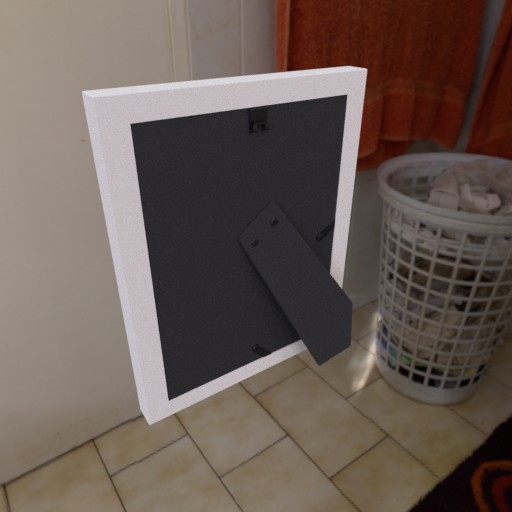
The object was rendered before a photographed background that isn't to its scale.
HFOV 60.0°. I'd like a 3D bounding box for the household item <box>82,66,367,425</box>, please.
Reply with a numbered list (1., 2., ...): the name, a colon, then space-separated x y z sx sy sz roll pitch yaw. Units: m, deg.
1. household item: 0.000 0.000 0.336 0.200 0.250 0.045 -18 34 -29
